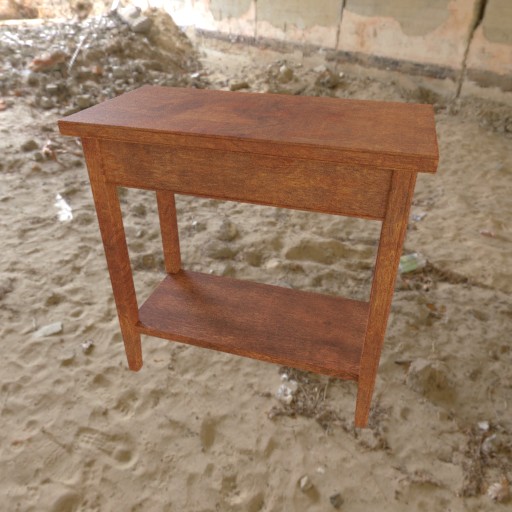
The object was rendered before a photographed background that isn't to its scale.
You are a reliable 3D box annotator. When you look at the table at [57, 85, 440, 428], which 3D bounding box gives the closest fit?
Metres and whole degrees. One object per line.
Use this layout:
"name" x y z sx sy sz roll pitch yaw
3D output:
"table" 0.000 0.000 0.956 0.610 0.610 0.305 9 33 14
